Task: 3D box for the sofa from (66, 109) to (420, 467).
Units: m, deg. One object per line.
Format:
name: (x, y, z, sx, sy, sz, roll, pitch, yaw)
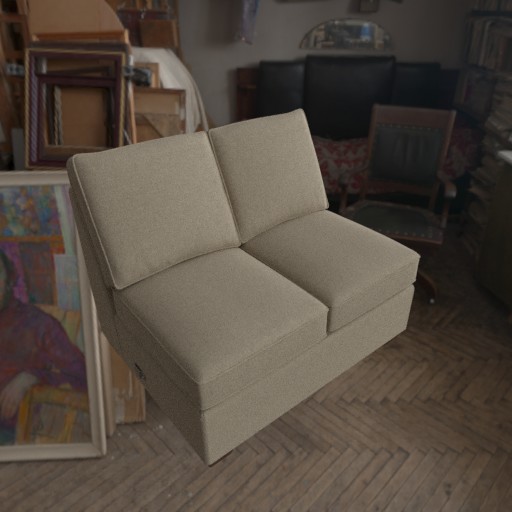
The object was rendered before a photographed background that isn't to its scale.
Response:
sofa: (0.000, 0.000, 1.994, 1.237, 1.008, 0.951, -23, 38, -33)
